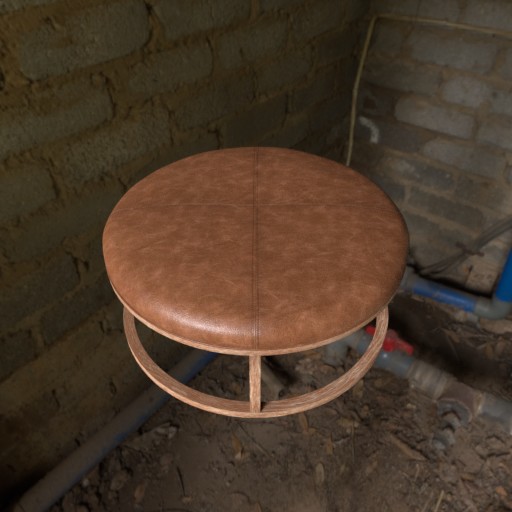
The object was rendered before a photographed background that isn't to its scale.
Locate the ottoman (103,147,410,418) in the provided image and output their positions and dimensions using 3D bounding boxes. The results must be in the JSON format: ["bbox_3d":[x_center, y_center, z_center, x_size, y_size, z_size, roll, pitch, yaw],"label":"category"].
[{"bbox_3d":[0.000,0.000,1.583,1.006,0.445,1.006,0,40,0],"label":"ottoman"}]
